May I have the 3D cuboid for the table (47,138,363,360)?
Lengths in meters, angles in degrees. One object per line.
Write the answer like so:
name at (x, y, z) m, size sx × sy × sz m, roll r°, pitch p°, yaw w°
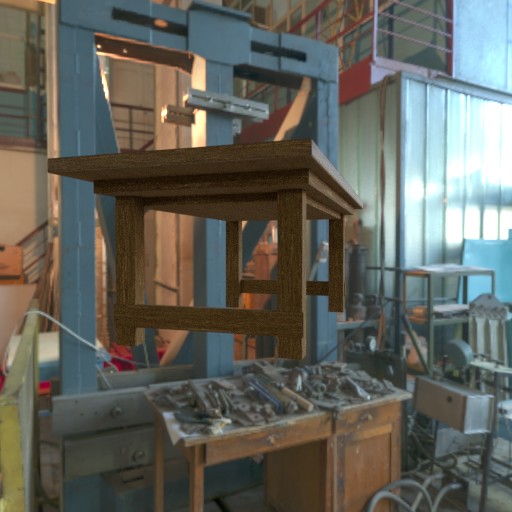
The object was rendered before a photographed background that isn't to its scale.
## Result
table at (0.000, 0.000, 2.450) m, size 1.000 × 0.762 × 1.982 m, roll 0°, pitch 1°, yaw 18°
